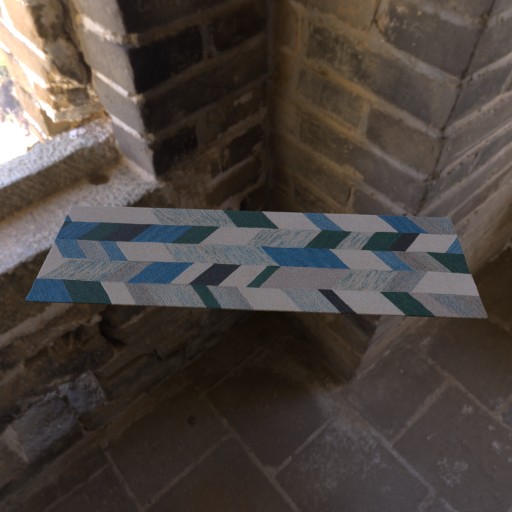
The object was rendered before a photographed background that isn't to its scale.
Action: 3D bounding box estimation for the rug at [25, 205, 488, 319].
[{"bbox_3d":[0.000,0.000,2.582,2.437,0.008,0.774,2,48,2],"label":"rug"}]
